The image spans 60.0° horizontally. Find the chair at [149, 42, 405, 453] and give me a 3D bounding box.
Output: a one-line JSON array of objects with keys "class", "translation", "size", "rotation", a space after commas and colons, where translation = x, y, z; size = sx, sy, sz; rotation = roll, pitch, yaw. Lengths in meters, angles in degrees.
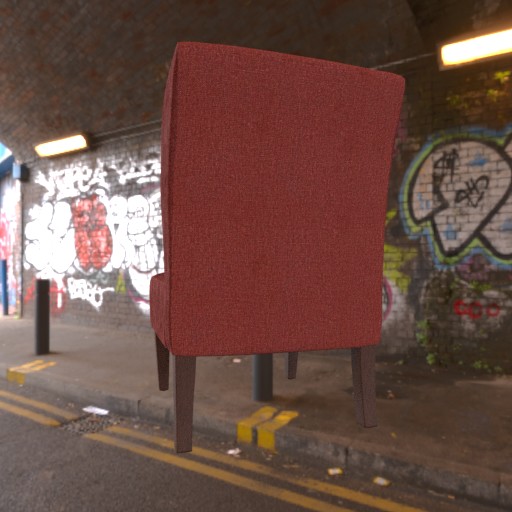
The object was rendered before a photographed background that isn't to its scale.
[{"class": "chair", "translation": [0.000, 0.000, 1.223], "size": [0.538, 0.846, 0.640], "rotation": [0, -1, -18]}]
